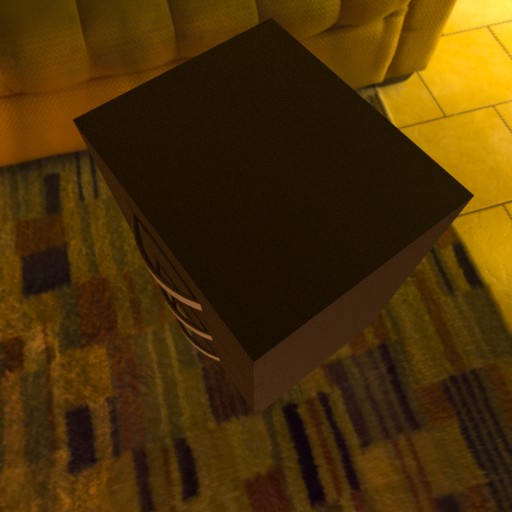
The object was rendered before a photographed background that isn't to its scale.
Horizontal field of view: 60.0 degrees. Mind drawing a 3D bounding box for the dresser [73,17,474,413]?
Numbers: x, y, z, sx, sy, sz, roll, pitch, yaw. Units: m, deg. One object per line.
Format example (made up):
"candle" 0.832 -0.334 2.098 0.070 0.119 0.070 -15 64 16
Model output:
"dresser" 0.000 0.000 0.811 0.360 0.560 0.400 -34 69 -15
